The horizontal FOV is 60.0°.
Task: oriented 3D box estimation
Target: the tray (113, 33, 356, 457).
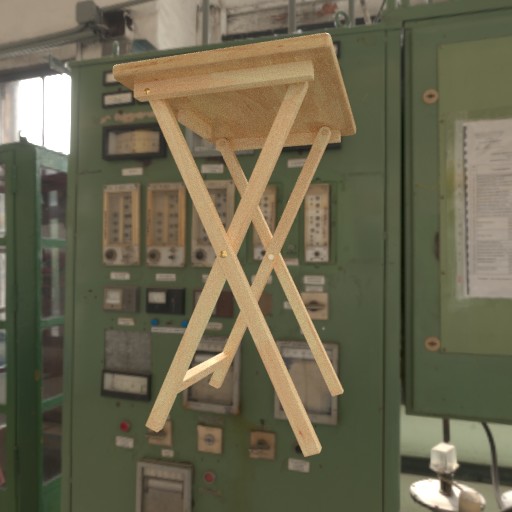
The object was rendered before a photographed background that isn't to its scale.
[{"bbox_3d":[0.000,0.000,0.941,0.381,0.660,0.483,0,-1,17],"label":"tray"}]
